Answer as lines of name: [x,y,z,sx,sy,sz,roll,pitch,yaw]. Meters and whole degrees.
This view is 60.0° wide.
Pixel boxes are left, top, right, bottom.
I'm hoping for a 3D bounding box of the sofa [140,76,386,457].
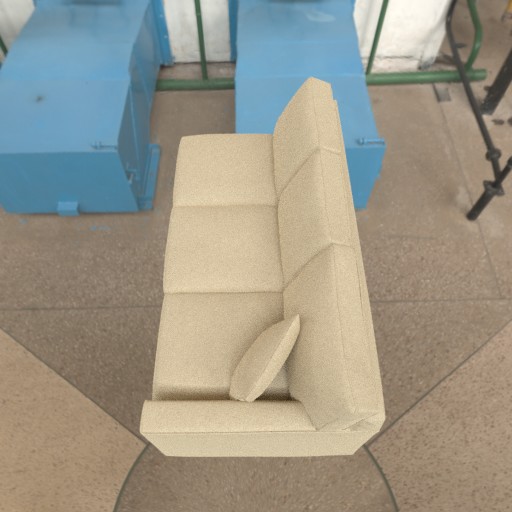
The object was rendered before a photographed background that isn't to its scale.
sofa: [0.000,0.000,2.493,1.034,0.946,1.963,0,58,0]
